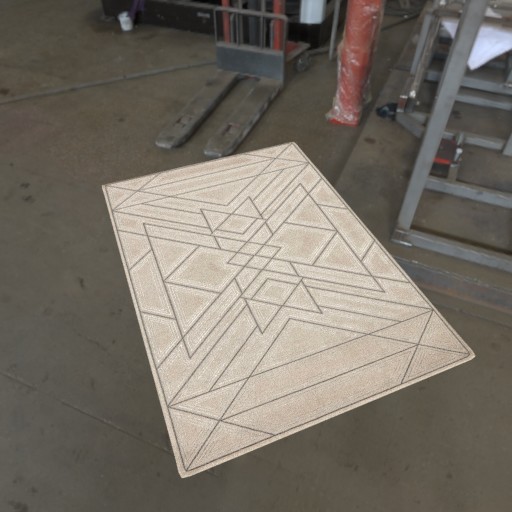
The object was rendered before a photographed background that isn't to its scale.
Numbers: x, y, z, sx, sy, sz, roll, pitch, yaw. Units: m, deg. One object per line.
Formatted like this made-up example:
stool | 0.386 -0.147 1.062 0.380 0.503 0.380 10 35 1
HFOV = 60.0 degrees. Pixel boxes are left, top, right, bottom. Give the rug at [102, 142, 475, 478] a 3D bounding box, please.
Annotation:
rug | 0.000 0.000 4.297 2.436 0.026 3.381 -16 49 -15
